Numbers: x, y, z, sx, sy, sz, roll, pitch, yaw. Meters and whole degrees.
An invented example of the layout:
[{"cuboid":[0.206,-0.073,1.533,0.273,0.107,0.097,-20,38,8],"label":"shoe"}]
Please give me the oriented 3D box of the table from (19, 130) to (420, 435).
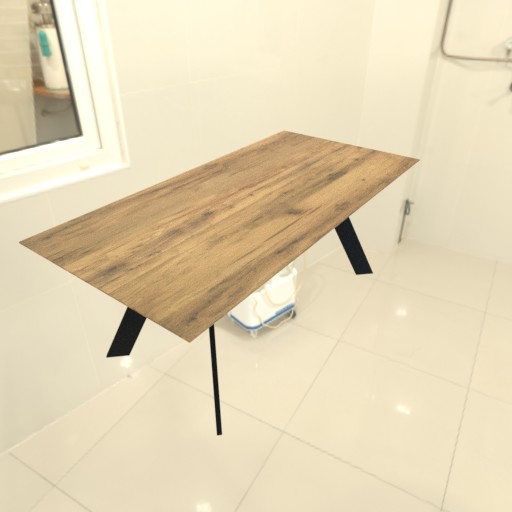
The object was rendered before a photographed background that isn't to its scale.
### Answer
[{"cuboid":[0.000,0.000,2.497,1.000,0.770,2.000,22,38,31],"label":"table"}]
